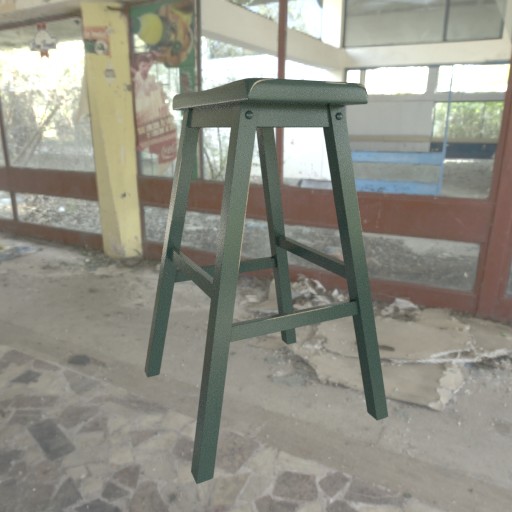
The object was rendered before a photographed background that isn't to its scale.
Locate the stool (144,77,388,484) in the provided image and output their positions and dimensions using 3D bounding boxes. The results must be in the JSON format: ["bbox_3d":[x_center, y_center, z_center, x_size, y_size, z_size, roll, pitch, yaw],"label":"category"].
[{"bbox_3d":[0.000,0.000,1.047,0.476,0.737,0.457,-8,18,-25],"label":"stool"}]
